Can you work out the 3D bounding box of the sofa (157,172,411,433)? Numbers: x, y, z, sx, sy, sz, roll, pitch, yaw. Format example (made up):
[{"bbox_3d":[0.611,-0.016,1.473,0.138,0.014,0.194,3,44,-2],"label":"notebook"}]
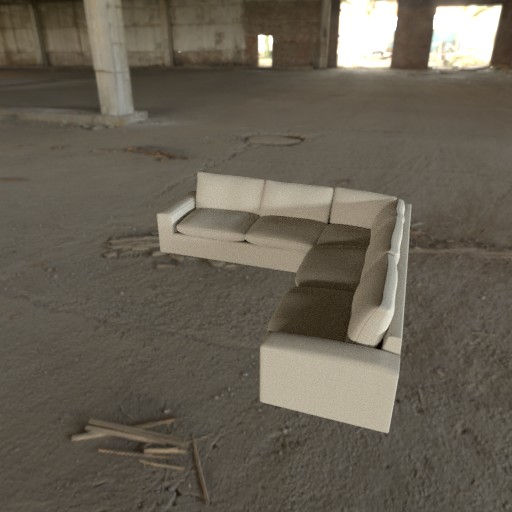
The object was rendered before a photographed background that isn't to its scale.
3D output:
[{"bbox_3d":[0.000,0.000,4.755,3.066,0.918,3.206,8,27,17],"label":"sofa"}]
